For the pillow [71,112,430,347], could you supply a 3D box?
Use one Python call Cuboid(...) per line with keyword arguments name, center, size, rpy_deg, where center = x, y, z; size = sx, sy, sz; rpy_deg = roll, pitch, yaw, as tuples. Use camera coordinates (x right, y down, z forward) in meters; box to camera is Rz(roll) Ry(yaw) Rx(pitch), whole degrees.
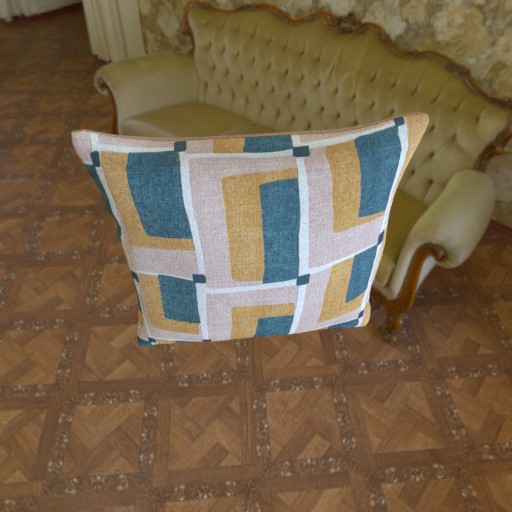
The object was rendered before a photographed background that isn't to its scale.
Cuboid(name="pillow", center=(0.000, 0.000, 0.744), size=(0.478, 0.479, 0.158), rpy_deg=(-4, 45, -4))
